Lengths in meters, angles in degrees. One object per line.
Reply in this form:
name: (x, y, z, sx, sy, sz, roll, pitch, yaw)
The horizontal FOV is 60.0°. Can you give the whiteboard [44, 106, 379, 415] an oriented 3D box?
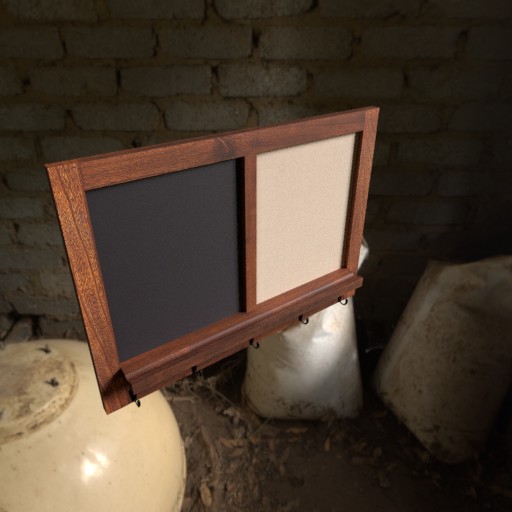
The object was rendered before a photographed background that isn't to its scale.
whiteboard: (0.000, 0.000, 1.004, 0.768, 0.553, 0.083, -20, 35, -31)
